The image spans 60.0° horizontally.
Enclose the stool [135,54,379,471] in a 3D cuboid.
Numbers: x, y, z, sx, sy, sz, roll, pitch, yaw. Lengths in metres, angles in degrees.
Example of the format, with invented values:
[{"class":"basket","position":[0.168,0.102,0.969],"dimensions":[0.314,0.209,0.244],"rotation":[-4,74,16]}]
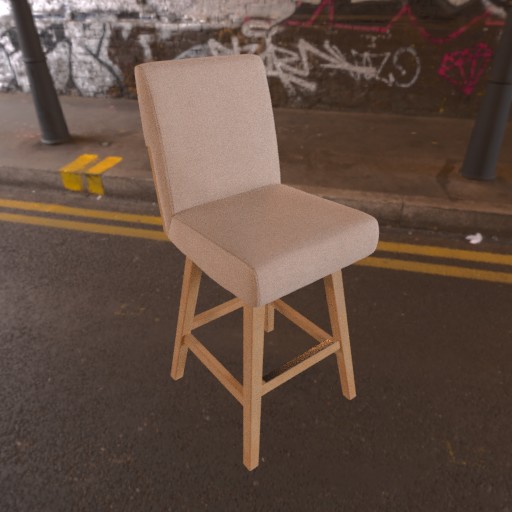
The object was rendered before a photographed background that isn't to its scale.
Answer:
[{"class":"stool","position":[0.000,0.000,1.284],"dimensions":[0.446,1.015,0.543],"rotation":[-21,37,-32]}]
